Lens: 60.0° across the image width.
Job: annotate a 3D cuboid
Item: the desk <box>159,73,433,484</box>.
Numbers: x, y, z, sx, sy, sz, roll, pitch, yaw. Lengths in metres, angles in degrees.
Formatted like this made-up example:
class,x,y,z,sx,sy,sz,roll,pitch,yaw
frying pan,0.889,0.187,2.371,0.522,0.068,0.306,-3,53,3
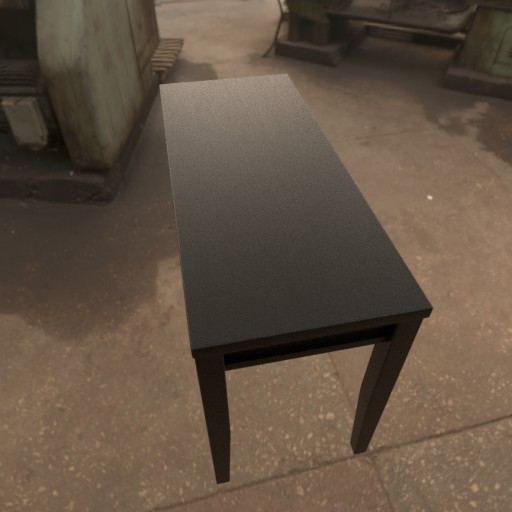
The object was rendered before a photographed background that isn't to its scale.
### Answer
class,x,y,z,sx,sy,sz,roll,pitch,yaw
desk,0.000,0.000,1.585,0.508,0.775,1.220,-8,45,-8
